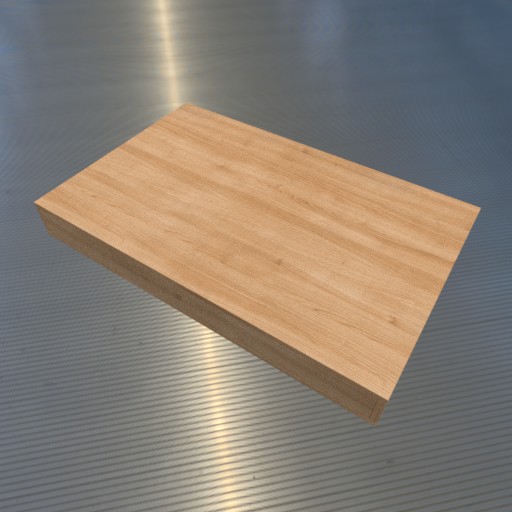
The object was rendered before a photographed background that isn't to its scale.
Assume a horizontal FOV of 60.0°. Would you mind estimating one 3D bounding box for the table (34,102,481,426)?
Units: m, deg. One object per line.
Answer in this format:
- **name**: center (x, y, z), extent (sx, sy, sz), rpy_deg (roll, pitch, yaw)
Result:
- **table**: center (0.000, 0.000, 1.452), extent (1.100, 0.440, 0.700), rpy_deg (26, 53, 22)
